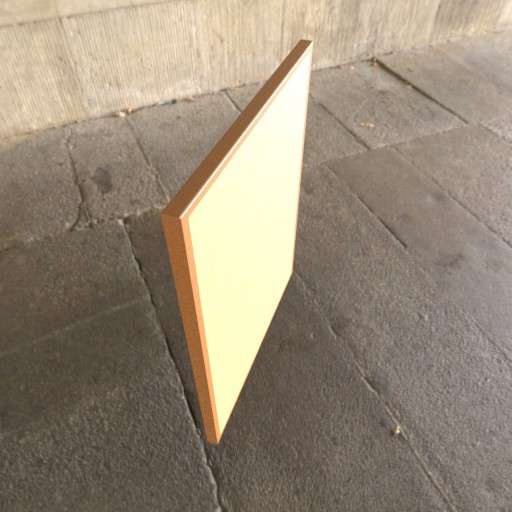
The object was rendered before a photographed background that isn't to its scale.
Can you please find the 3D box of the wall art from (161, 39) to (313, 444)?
[{"bbox_3d":[0.000,0.000,0.754,0.021,0.550,0.449,15,48,14],"label":"wall art"}]
